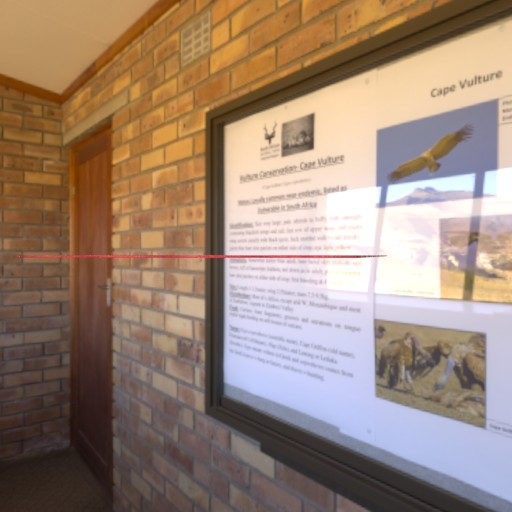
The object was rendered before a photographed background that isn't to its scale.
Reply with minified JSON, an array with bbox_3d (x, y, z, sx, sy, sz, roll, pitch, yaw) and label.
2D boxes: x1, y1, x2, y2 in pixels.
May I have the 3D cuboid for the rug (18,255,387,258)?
[{"bbox_3d":[0.000,0.000,2.277,1.223,0.008,1.817,0,0,19],"label":"rug"}]
